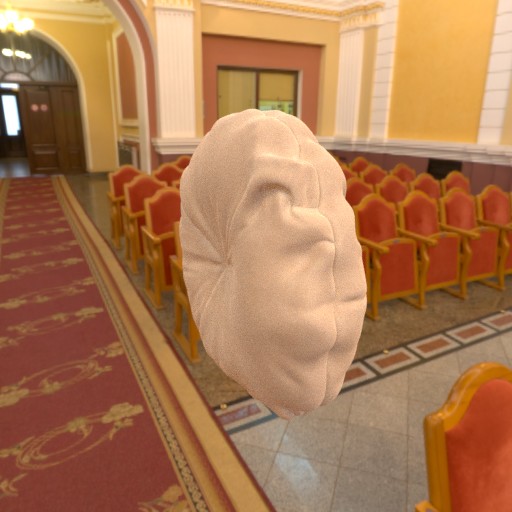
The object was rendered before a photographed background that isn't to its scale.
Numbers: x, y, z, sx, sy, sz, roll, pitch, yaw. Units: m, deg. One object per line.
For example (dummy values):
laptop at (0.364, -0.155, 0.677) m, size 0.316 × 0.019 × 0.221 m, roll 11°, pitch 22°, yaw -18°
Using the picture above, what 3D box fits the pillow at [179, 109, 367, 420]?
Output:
pillow at (0.000, 0.000, 0.647) m, size 0.148 × 0.407 × 0.428 m, roll -8°, pitch 19°, yaw -25°
